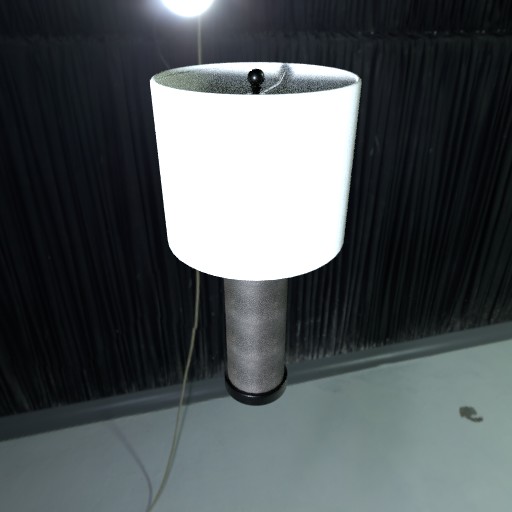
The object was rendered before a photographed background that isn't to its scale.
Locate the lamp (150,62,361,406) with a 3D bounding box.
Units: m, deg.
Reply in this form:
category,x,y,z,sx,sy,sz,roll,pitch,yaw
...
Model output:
category,x,y,z,sx,sy,sz,roll,pitch,yaw
lamp,0.000,0.000,0.807,0.305,0.634,0.305,-10,32,-17
